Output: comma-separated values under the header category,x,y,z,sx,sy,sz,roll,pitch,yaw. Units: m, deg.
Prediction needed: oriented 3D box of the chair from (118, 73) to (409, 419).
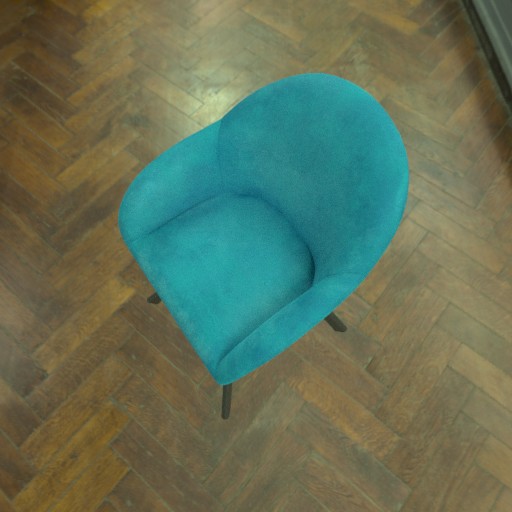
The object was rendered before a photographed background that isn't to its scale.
category,x,y,z,sx,sy,sz,roll,pitch,yaw
chair,0.000,0.000,1.172,0.590,0.795,0.550,-33,68,-15
